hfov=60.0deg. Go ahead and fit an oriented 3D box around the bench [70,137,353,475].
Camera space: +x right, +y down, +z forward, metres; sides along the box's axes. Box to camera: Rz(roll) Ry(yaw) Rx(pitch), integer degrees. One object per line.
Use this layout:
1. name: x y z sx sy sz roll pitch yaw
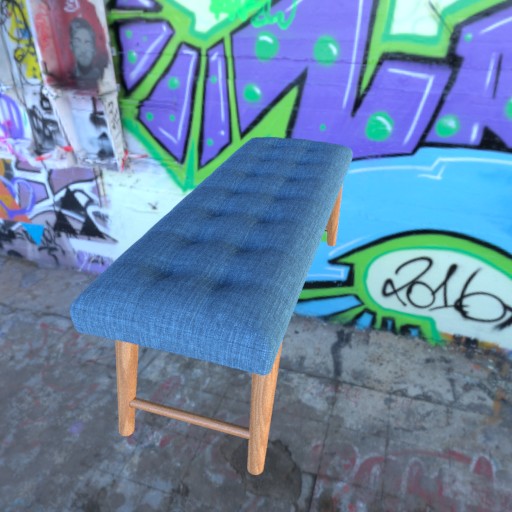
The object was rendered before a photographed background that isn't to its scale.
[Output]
1. bench: 0.000 0.000 1.331 0.406 0.432 1.118 9 33 15
